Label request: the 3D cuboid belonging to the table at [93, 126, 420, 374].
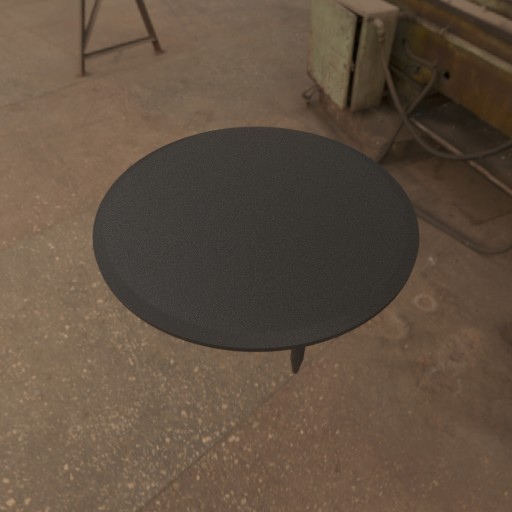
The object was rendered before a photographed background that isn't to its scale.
[{"bbox_3d":[0.000,0.000,1.396,0.900,0.400,0.900,0,47,0],"label":"table"}]
